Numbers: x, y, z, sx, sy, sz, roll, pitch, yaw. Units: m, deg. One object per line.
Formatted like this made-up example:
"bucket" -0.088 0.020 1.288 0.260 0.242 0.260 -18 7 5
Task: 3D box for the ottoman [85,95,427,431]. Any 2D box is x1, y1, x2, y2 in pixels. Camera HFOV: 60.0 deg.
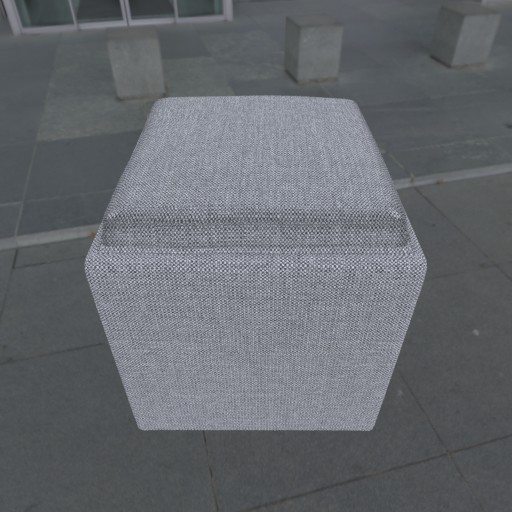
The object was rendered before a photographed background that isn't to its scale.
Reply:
"ottoman" 0.000 0.000 0.832 0.436 0.487 0.454 0 41 0
